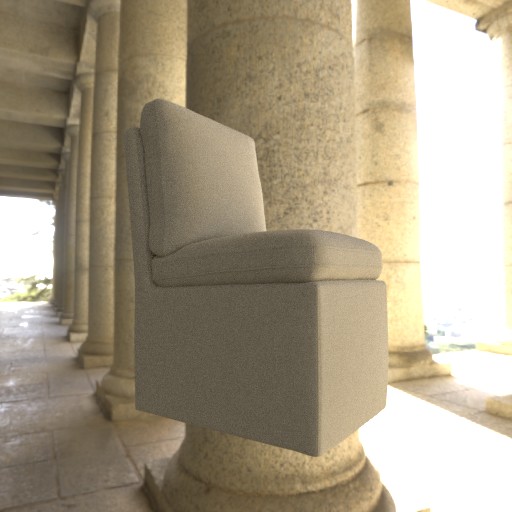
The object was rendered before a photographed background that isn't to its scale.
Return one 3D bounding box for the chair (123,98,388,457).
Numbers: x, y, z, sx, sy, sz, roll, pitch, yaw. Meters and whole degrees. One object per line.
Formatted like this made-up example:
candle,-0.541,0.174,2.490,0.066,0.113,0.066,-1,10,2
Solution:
chair,0.000,0.000,1.364,0.698,0.927,0.503,-2,-3,35
